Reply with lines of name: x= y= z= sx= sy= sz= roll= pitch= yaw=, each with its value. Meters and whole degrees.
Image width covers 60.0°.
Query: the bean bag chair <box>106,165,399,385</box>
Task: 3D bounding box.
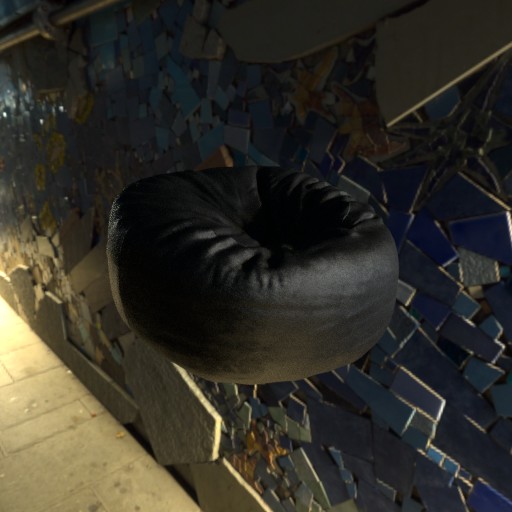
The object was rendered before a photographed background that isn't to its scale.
bean bag chair: x=0.000 y=0.000 z=2.442 sx=1.524 sy=0.878 sz=1.524 roll=-8 pitch=19 yaw=-25
